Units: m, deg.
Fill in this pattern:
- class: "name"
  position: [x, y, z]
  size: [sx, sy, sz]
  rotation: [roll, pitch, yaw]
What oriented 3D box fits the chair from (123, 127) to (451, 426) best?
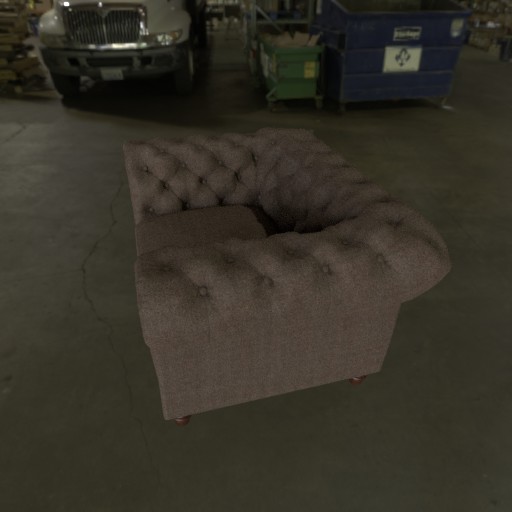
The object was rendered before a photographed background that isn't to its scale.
- class: "chair"
  position: [0.000, 0.000, 1.837]
  size: [0.945, 0.780, 1.298]
  rotation: [-9, 33, -13]
